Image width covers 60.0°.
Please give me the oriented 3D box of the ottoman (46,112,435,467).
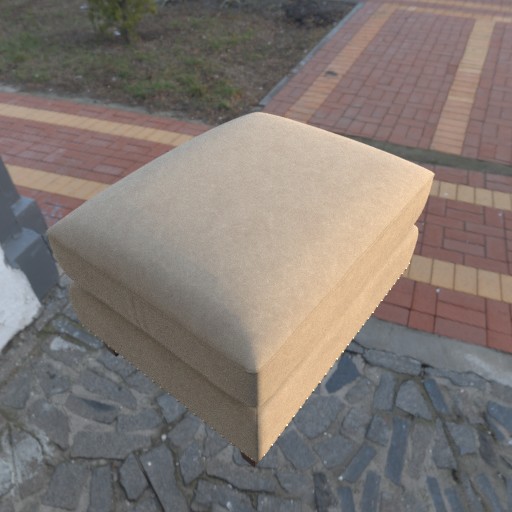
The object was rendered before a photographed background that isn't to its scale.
[{"bbox_3d":[0.000,0.000,1.130,0.584,0.513,0.741,28,49,27],"label":"ottoman"}]
